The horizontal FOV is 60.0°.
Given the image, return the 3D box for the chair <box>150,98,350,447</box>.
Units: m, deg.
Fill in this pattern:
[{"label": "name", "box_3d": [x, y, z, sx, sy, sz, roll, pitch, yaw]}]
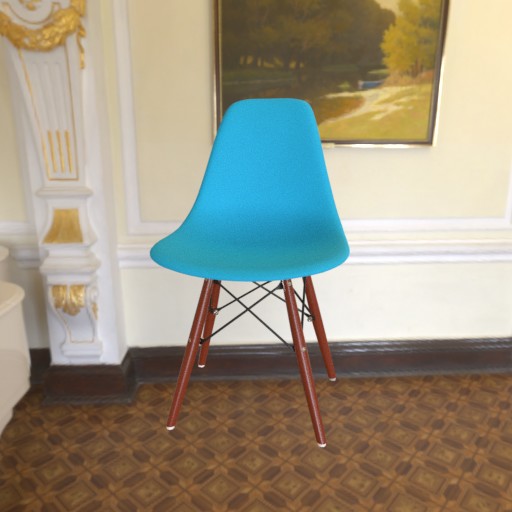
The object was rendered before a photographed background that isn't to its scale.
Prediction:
[{"label": "chair", "box_3d": [0.000, 0.000, 1.157, 0.470, 0.826, 0.533, 2, 14, 9]}]
